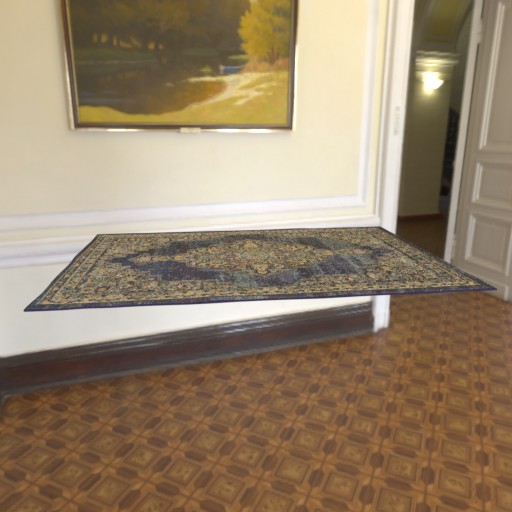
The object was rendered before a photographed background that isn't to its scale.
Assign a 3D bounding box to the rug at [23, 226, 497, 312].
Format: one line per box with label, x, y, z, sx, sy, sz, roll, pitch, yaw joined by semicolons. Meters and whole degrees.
rug;0.000;0.000;2.206;1.781;0.012;1.184;-2;16;-7
